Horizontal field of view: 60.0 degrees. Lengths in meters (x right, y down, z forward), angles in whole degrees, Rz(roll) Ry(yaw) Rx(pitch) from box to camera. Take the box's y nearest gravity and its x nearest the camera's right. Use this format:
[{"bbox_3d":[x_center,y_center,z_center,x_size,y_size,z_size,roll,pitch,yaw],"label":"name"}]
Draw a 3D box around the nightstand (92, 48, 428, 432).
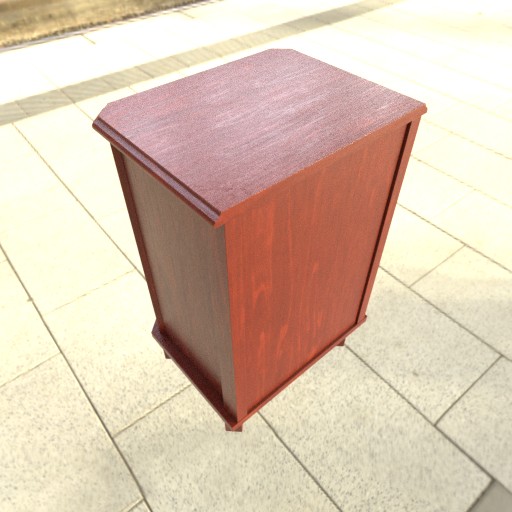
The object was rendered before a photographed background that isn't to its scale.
[{"bbox_3d":[0.000,0.000,0.943,0.435,0.681,0.351,-32,53,-28],"label":"nightstand"}]
